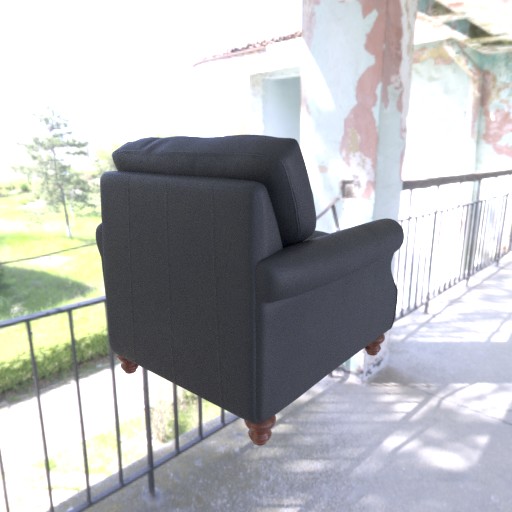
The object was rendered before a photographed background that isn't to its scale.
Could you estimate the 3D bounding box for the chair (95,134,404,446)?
[{"bbox_3d":[0.000,0.000,1.833,1.015,0.960,1.027,14,20,43],"label":"chair"}]
